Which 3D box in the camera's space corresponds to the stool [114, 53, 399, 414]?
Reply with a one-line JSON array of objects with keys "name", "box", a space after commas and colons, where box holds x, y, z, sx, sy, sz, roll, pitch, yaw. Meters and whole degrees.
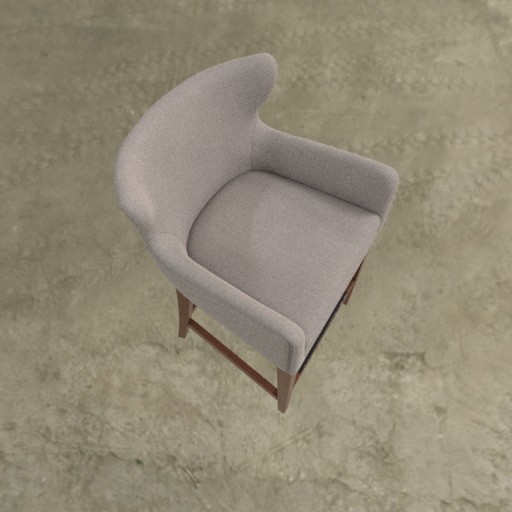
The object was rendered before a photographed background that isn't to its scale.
[{"name": "stool", "box": [0.000, 0.000, 1.353, 0.575, 0.951, 0.575, 28, 64, 16]}]
